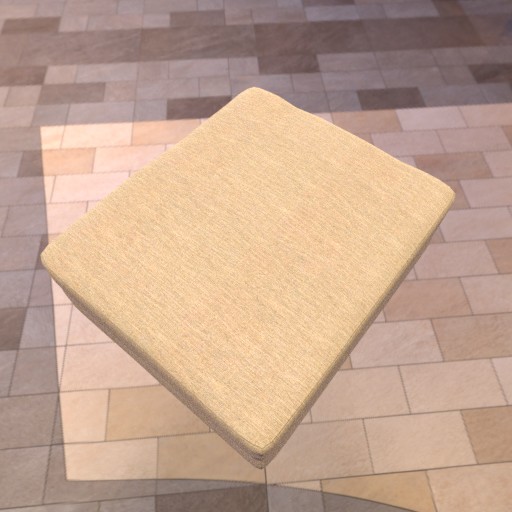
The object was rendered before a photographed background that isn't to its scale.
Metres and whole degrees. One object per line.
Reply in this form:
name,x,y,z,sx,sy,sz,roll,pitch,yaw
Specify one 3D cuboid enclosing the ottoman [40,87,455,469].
ottoman,0.000,0.000,1.449,0.836,0.492,0.976,34,64,20
